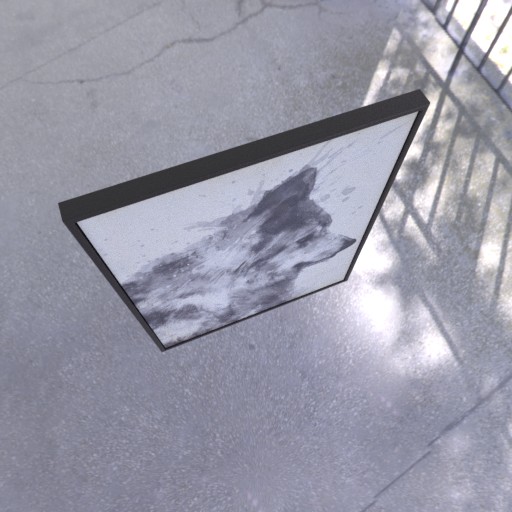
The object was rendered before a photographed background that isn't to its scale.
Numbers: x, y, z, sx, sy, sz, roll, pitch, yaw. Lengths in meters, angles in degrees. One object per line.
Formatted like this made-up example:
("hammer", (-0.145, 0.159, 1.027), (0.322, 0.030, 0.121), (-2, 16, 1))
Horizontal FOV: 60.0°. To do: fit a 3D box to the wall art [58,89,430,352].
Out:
("wall art", (0.000, 0.000, 0.757), (0.451, 0.551, 0.028), (-20, 65, -10))
